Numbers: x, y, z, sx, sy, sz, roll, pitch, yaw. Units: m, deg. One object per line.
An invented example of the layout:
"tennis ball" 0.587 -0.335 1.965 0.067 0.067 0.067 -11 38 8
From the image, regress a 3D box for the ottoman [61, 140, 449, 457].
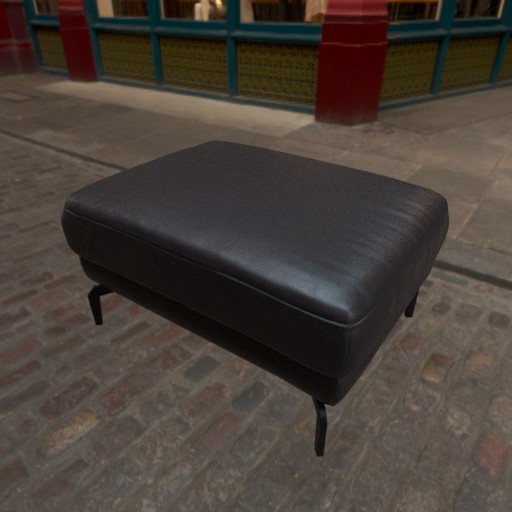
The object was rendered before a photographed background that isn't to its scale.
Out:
"ottoman" 0.000 0.000 1.088 0.764 0.402 0.570 20 37 30
